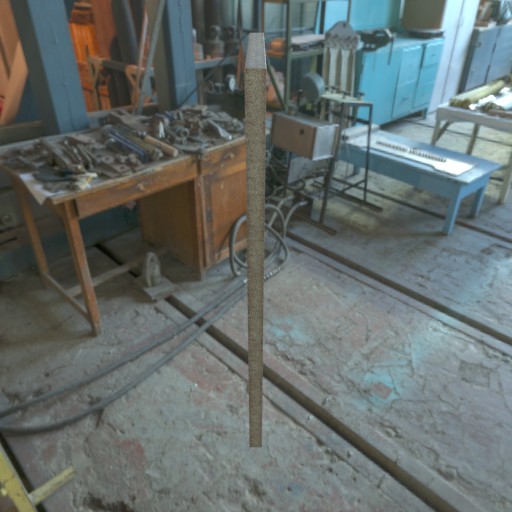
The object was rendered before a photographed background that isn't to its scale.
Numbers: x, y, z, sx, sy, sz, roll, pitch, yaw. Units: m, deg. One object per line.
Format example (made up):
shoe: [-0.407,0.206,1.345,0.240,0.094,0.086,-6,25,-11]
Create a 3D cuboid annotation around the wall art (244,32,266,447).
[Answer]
wall art: [0.000,0.000,1.695,0.051,1.461,0.648,0,33,0]
